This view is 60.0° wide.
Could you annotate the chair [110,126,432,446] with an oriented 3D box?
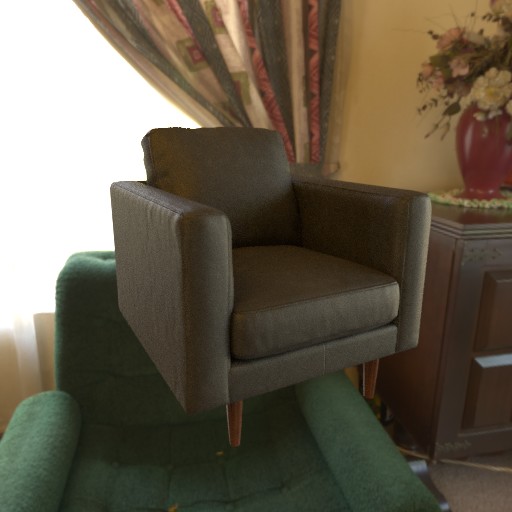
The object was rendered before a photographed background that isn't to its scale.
[{"bbox_3d":[0.000,0.000,1.578,0.831,0.898,0.879,-8,17,-28],"label":"chair"}]
